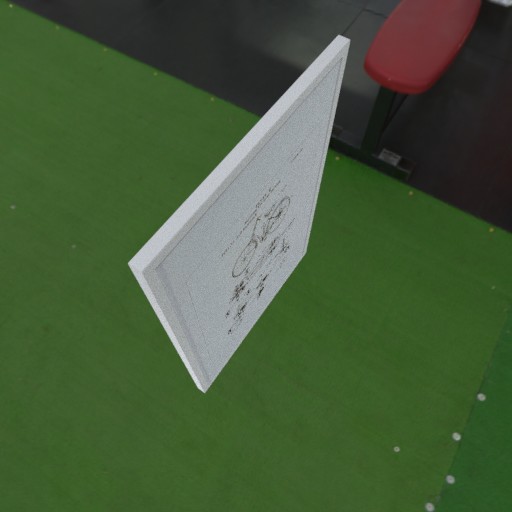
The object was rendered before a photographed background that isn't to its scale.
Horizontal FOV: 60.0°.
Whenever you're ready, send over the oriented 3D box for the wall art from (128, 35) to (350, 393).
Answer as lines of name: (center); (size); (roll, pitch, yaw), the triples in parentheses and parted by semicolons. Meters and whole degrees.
wall art: (0.000, 0.000, 0.617); (0.015, 0.477, 0.332); (31, 66, 15)
